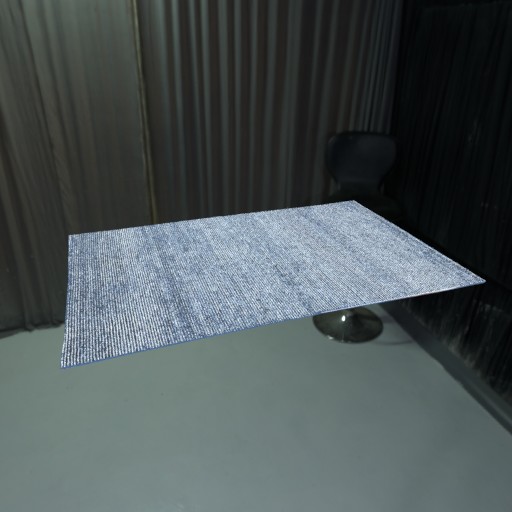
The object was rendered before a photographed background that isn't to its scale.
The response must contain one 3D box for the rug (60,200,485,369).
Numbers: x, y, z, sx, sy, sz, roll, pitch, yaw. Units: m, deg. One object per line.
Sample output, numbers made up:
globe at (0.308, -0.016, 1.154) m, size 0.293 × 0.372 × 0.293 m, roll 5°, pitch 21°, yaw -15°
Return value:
rug at (0.000, 0.000, 2.216) m, size 1.793 × 0.025 × 1.159 m, roll -9°, pitch 27°, yaw -17°
